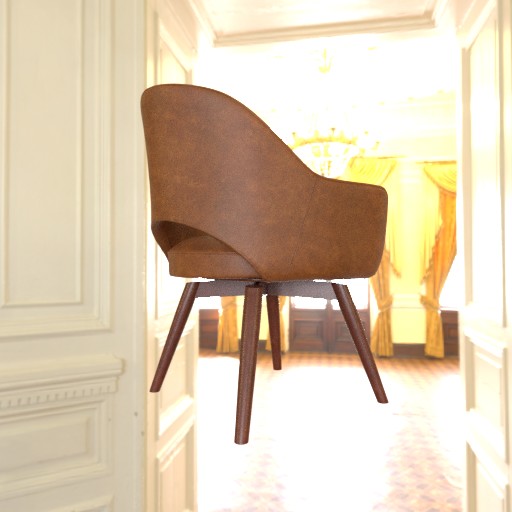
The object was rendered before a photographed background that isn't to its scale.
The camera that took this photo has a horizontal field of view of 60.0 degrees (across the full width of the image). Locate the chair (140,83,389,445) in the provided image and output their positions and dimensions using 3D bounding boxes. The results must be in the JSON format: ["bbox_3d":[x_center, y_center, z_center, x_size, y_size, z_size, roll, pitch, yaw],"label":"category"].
[{"bbox_3d":[0.000,0.000,1.219,0.640,0.777,0.591,1,-1,-36],"label":"chair"}]
